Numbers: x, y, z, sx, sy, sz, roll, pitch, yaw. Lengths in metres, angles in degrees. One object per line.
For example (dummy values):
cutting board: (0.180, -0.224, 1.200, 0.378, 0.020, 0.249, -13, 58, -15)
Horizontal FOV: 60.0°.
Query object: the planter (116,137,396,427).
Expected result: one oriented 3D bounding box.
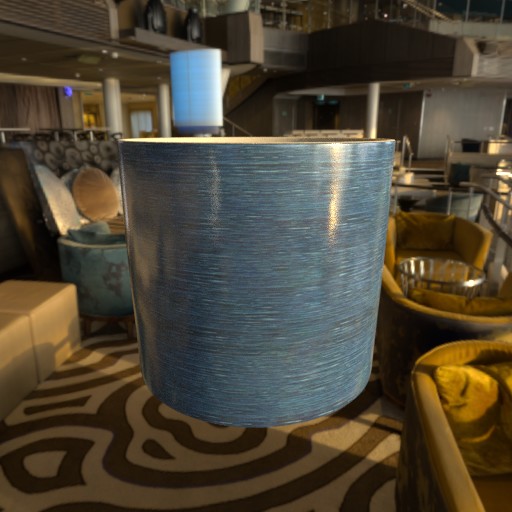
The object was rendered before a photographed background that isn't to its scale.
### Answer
planter: (0.000, 0.000, 0.395, 0.221, 0.201, 0.221, 0, 16, 0)
